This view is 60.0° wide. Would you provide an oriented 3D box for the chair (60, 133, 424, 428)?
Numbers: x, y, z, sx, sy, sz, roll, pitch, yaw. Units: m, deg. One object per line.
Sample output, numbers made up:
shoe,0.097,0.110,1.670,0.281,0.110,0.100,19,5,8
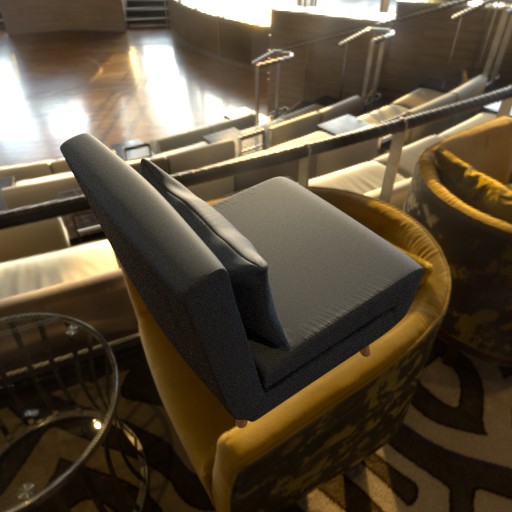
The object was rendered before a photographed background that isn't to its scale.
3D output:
chair,0.000,0.000,1.498,0.900,0.808,0.770,-25,46,-27
